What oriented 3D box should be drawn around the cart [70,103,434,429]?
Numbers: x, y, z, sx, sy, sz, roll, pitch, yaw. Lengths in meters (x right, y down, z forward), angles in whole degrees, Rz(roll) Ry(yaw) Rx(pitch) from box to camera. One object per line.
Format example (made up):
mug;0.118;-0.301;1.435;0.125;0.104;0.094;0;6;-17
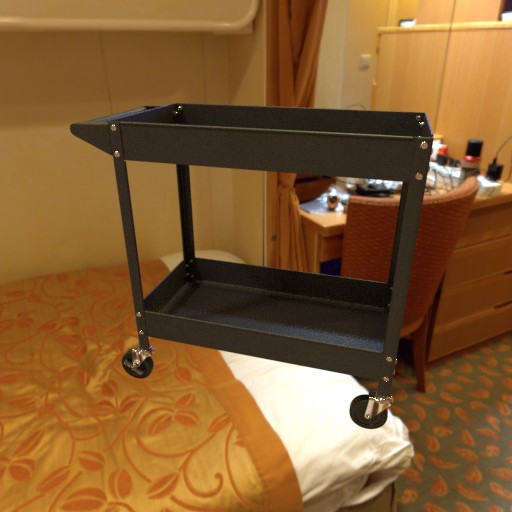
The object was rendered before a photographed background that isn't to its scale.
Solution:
cart;0.000;0.000;1.180;0.779;0.719;0.366;7;27;15
